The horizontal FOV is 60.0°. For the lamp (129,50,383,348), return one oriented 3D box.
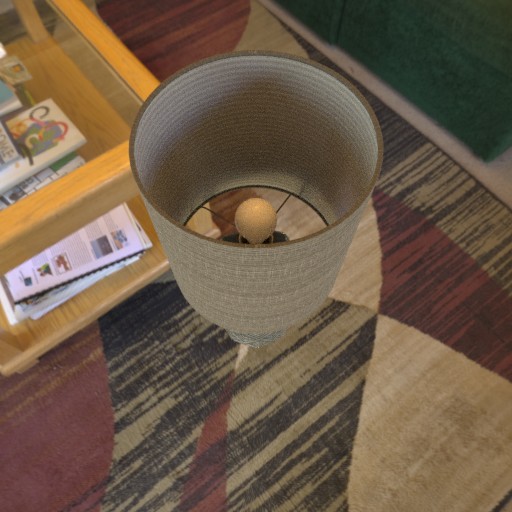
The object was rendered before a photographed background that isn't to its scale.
[{"bbox_3d":[0.000,0.000,0.724,0.269,0.566,0.268,31,68,15],"label":"lamp"}]
